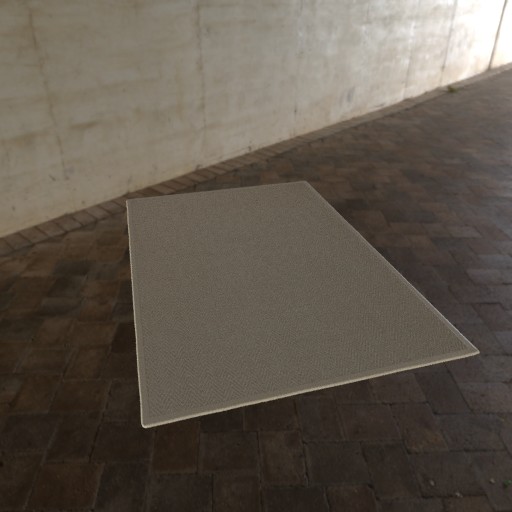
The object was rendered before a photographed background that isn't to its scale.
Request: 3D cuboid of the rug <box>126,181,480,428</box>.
[{"bbox_3d":[0.000,0.000,2.801,1.532,0.017,2.244,-8,32,-13],"label":"rug"}]
